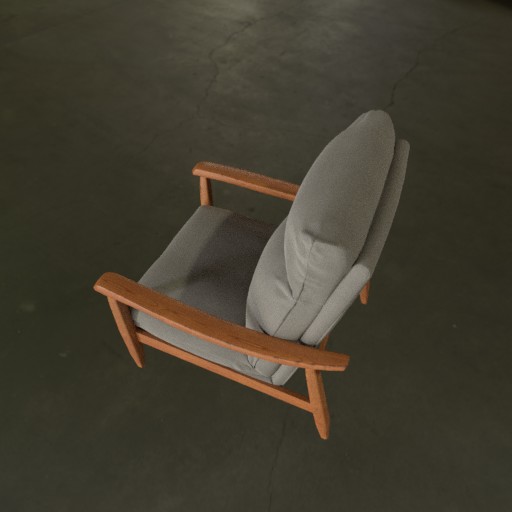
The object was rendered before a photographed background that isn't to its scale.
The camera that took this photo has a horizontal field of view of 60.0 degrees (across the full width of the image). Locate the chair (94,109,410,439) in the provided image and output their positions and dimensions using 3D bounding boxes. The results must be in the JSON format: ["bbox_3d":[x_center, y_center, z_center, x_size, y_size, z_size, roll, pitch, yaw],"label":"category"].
[{"bbox_3d":[0.000,0.000,1.548,0.816,0.922,0.782,16,48,15],"label":"chair"}]
